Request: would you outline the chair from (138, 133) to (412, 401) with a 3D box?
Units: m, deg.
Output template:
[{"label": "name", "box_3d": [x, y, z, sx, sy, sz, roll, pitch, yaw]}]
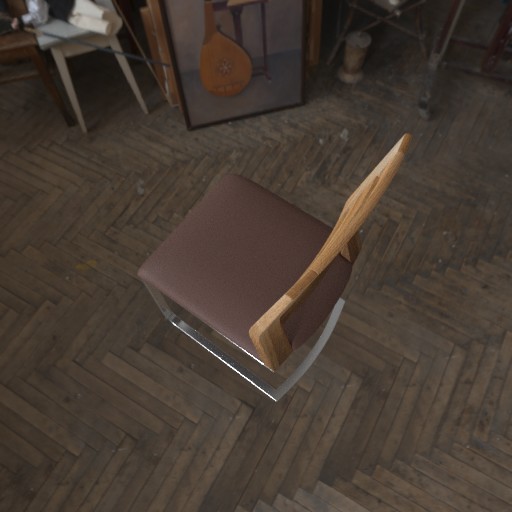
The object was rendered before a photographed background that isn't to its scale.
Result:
[{"label": "chair", "box_3d": [0.000, 0.000, 1.263, 0.570, 0.970, 0.460, 33, 69, 15]}]
